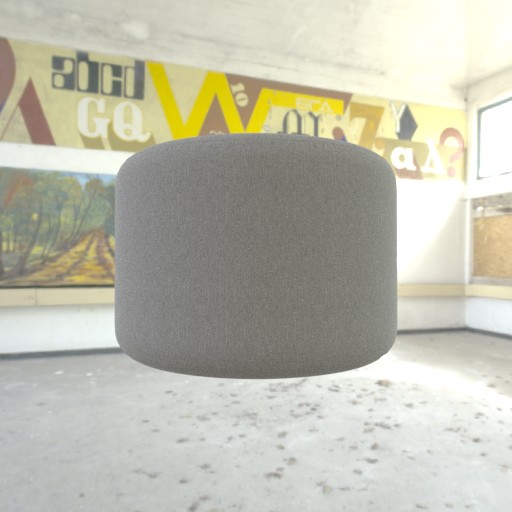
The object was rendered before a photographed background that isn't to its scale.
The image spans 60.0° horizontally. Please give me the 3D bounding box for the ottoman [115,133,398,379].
[{"bbox_3d":[0.000,0.000,1.001,0.608,0.433,0.608,0,-1,0],"label":"ottoman"}]
